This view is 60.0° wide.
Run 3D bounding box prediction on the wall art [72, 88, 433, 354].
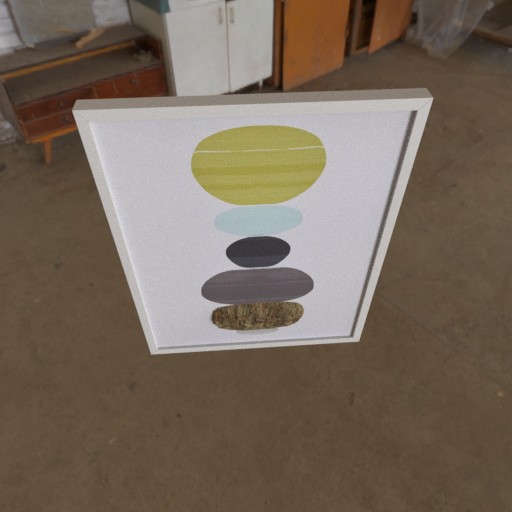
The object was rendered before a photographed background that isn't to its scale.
[{"bbox_3d":[0.000,0.000,1.031,0.611,0.763,0.055,-3,46,-3],"label":"wall art"}]
